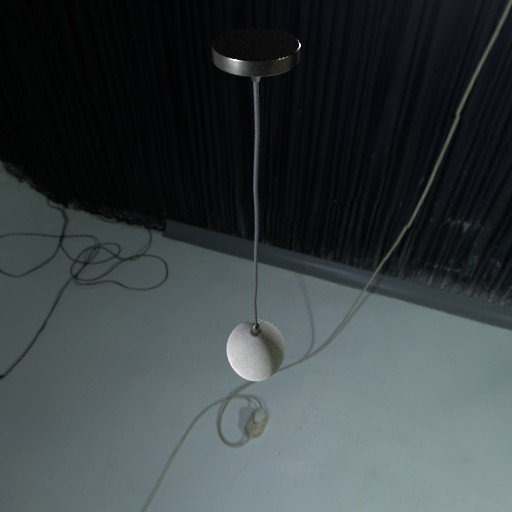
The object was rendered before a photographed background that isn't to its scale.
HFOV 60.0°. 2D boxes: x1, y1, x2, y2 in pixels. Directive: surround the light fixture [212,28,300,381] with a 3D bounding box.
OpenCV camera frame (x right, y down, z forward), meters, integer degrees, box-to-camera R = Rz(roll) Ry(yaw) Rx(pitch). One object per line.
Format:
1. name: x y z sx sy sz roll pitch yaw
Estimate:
1. light fixture: 0.000 0.000 0.830 0.139 0.764 0.139 11 47 10
